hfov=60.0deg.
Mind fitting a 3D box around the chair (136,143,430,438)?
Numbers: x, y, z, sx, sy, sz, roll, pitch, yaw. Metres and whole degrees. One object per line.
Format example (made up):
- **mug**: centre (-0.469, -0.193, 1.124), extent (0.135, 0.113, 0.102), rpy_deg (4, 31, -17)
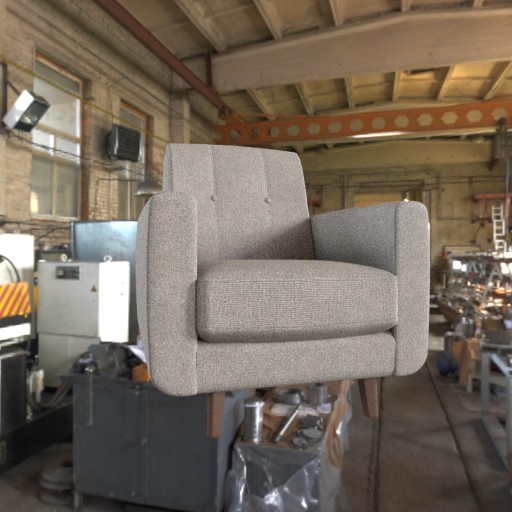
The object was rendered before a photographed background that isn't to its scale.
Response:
- **chair**: centre (0.000, 0.000, 1.648), extent (0.845, 0.968, 0.942), rpy_deg (0, 0, -17)
